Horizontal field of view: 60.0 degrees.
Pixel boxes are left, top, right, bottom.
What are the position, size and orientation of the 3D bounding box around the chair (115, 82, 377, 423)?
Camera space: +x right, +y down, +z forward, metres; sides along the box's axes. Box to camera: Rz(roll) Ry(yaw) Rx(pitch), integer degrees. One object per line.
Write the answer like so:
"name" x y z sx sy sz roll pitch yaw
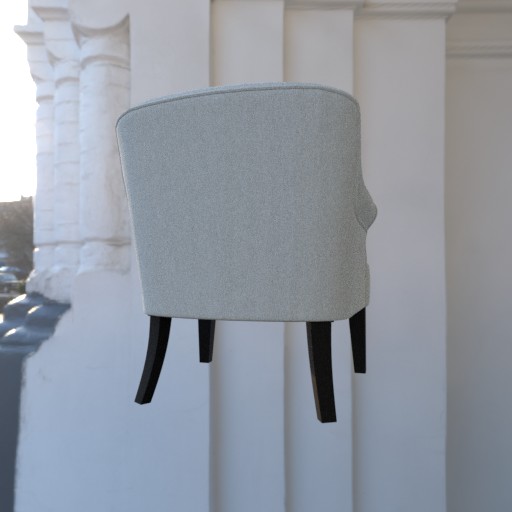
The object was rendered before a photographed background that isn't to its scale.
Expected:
"chair" 0.000 0.000 1.491 0.781 0.875 0.750 0 -2 17
